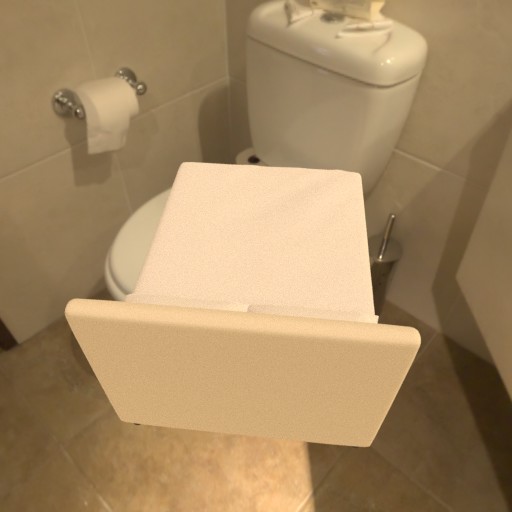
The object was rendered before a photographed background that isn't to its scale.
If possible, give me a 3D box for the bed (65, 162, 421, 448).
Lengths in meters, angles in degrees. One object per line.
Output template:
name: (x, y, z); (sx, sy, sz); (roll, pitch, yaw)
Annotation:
bed: (0.000, 0.000, 3.188); (1.714, 1.330, 2.147); (4, 47, 4)
